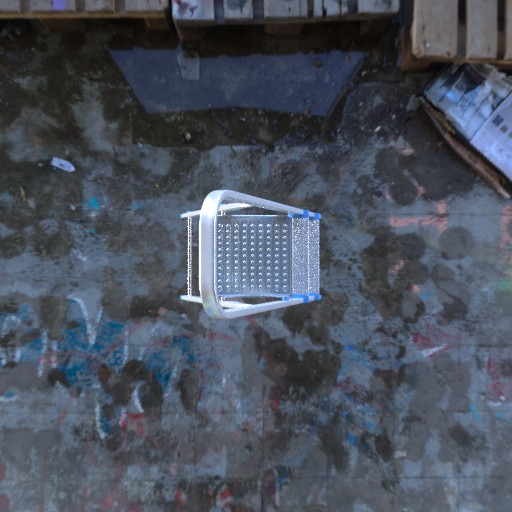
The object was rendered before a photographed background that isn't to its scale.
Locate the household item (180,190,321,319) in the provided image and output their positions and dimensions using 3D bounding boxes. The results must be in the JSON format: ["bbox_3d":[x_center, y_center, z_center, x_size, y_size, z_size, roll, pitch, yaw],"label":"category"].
[{"bbox_3d":[0.000,0.000,1.558,0.687,1.215,0.420,0,90,-2],"label":"household item"}]
